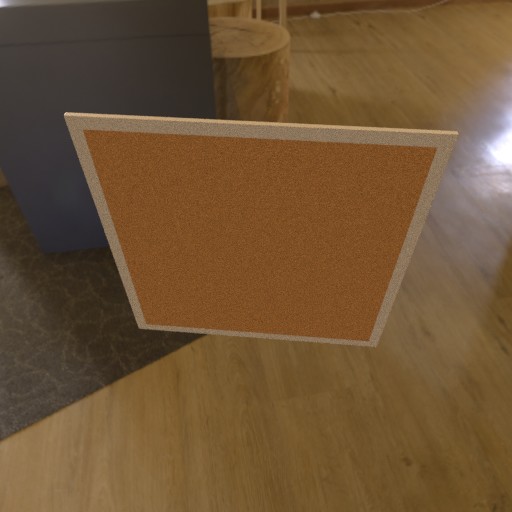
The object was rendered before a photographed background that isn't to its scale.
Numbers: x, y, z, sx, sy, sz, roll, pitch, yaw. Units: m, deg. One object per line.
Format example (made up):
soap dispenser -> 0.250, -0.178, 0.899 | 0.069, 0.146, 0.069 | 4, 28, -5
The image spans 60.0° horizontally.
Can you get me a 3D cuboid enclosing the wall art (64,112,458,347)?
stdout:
wall art -> 0.000, 0.000, 0.834 | 0.558, 0.559, 0.009 | 4, 48, 3
